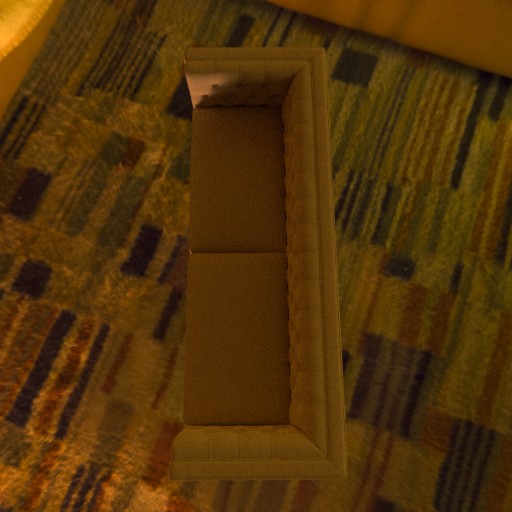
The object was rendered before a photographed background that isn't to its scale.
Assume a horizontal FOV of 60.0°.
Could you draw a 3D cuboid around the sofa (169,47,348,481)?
[{"bbox_3d":[0.000,0.000,2.516,0.775,0.762,2.159,0,76,0],"label":"sofa"}]
